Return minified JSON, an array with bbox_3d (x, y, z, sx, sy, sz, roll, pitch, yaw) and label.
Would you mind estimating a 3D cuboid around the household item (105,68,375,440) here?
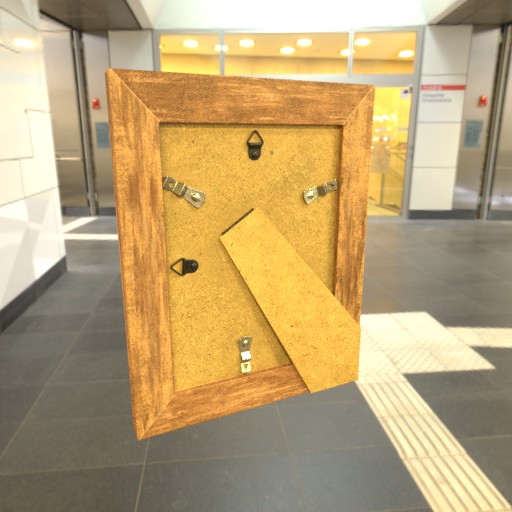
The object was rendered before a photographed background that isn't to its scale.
[{"bbox_3d":[0.000,0.000,0.317,0.186,0.237,0.018,-7,17,-25],"label":"household item"}]
